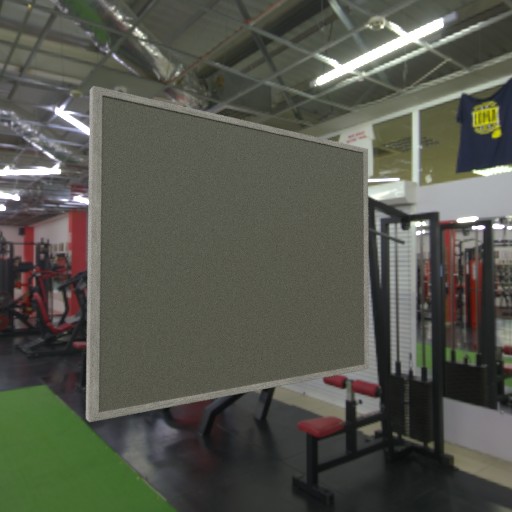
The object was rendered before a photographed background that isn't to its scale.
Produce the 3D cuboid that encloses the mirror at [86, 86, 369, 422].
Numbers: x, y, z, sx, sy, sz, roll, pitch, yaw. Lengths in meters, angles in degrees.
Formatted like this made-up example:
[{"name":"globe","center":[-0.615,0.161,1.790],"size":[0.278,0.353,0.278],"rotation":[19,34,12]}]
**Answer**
[{"name":"mirror","center":[0.000,0.000,1.153],"size":[0.839,0.689,0.028],"rotation":[1,-2,-35]}]
